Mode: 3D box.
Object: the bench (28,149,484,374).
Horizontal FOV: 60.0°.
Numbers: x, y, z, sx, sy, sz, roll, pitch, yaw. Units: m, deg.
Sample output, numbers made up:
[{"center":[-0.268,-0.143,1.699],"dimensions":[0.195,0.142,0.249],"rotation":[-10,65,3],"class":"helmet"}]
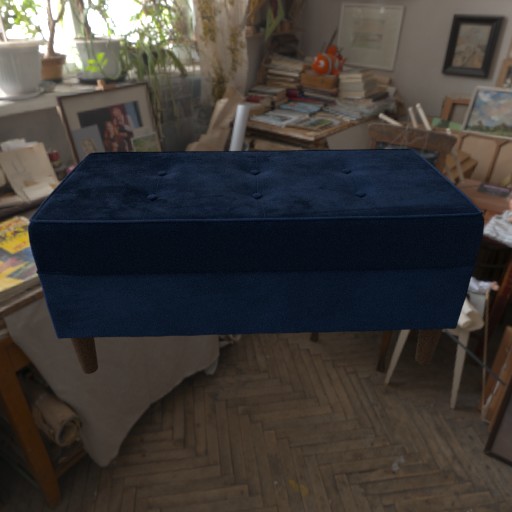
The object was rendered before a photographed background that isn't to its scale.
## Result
[{"center":[0.000,0.000,1.258],"dimensions":[1.010,0.467,0.489],"rotation":[-1,31,-2],"class":"bench"}]
